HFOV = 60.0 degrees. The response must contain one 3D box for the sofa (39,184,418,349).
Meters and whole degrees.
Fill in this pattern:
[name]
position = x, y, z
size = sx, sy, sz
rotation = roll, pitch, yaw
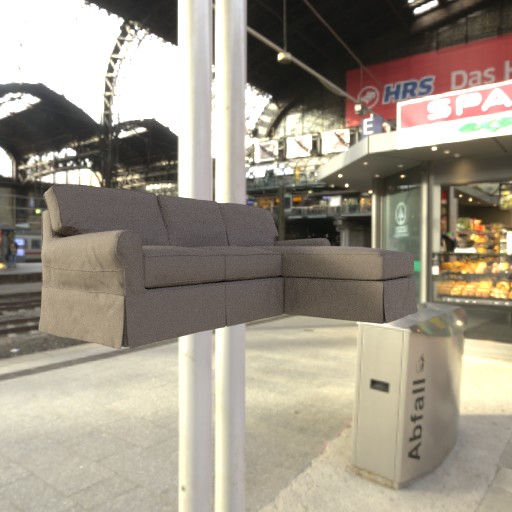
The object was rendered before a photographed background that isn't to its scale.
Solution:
[sofa]
position = 0.000, 0.000, 3.318
size = 1.733, 0.978, 2.475
rotation = 1, 1, 36
